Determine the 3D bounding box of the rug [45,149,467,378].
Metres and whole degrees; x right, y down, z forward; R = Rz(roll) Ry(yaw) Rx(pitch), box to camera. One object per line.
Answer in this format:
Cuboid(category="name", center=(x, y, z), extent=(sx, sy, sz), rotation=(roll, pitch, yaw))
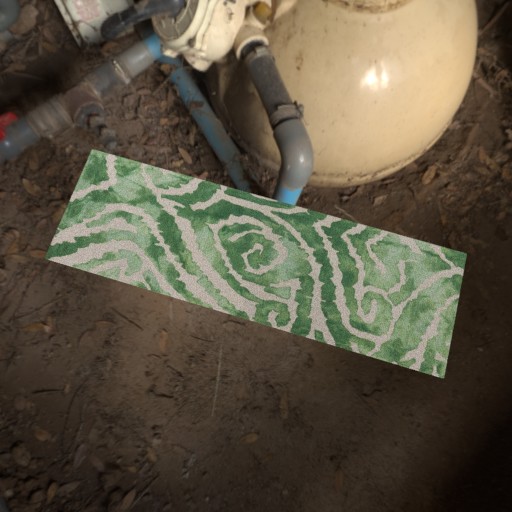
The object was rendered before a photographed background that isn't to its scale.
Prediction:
Cuboid(category="rug", center=(0.000, 0.000, 2.682), extent=(2.438, 0.006, 0.761), rotation=(16, 76, 4))
